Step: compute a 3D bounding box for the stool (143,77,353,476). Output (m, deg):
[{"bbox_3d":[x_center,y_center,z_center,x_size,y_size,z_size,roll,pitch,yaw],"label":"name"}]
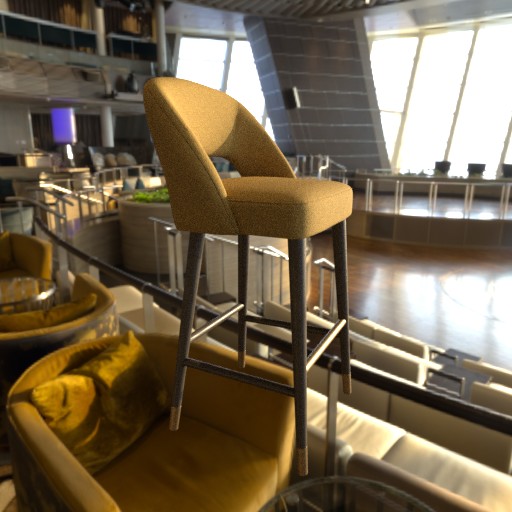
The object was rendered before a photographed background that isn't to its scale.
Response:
[{"bbox_3d":[0.000,0.000,1.344,0.522,1.032,0.536,7,16,26],"label":"stool"}]
